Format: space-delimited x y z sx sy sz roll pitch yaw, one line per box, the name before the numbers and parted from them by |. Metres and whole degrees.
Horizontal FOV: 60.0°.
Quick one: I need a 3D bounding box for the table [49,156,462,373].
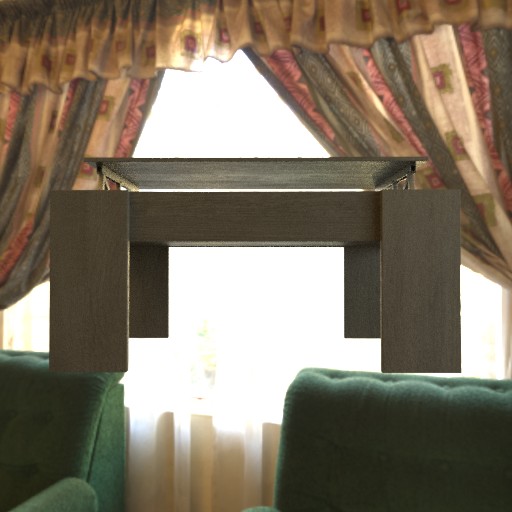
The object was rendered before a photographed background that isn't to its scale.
table | 0.000 0.000 1.420 1.000 0.570 0.711 0 -1 1
